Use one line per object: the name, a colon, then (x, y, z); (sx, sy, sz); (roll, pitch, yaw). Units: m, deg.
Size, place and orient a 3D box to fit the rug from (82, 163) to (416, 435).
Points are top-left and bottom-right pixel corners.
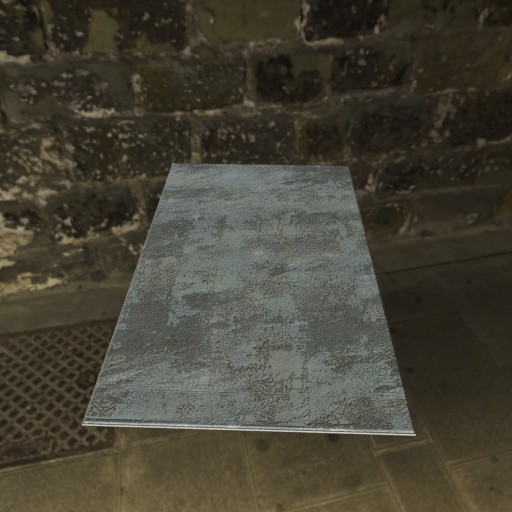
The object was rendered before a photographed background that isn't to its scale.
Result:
rug: (0.000, 0.000, 2.951); (1.536, 0.012, 2.431); (1, 41, 1)
